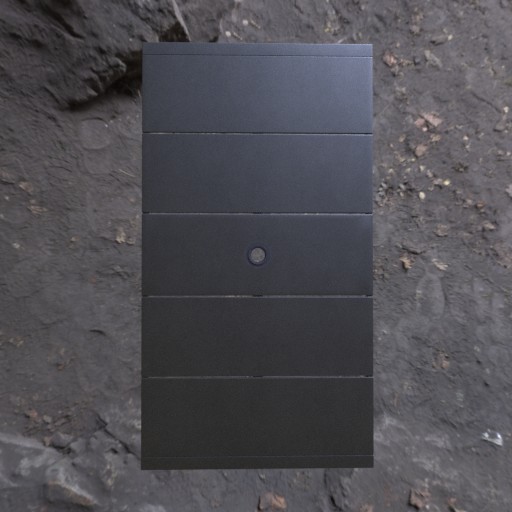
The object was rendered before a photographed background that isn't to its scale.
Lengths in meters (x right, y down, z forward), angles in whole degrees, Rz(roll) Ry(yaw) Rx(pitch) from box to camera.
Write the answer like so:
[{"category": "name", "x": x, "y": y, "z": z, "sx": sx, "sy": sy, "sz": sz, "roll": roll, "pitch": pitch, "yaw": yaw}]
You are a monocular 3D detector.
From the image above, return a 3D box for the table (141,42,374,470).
[{"category": "table", "x": 0.000, "y": 0.000, "z": 2.111, "sx": 0.914, "sy": 0.735, "sz": 1.680, "roll": 0, "pitch": 89, "yaw": -1}]
